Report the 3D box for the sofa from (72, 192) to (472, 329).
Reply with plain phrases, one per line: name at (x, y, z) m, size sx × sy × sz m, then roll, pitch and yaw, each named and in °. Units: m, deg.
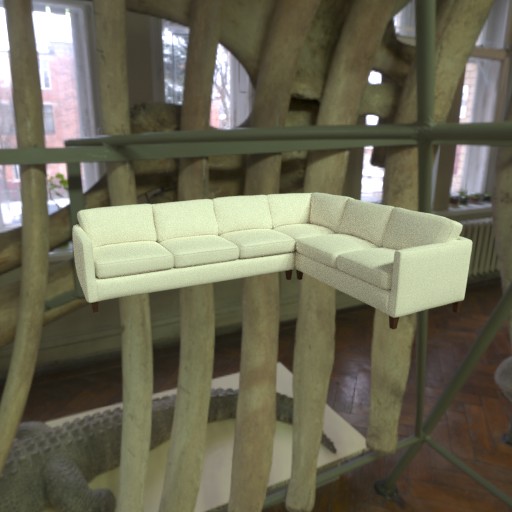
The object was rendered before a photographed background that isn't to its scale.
sofa at (0.000, 0.000, 4.569) m, size 3.302 × 0.947 × 2.593 m, roll -8°, pitch 17°, yaw -26°
